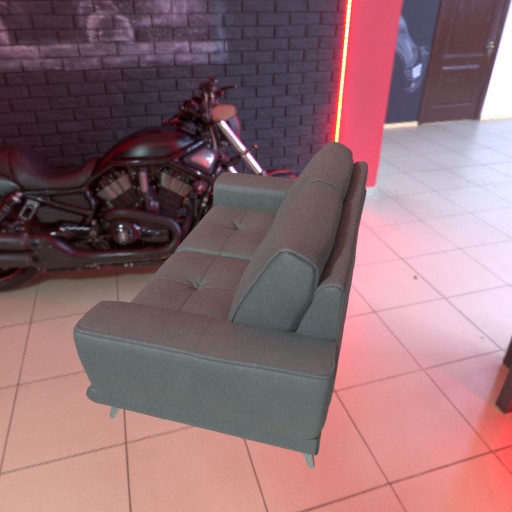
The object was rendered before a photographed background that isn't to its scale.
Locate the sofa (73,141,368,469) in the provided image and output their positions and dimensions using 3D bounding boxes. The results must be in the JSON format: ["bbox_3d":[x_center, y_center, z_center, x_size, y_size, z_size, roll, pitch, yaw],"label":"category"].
[{"bbox_3d":[0.000,0.000,2.337,1.018,0.907,1.806,8,32,13],"label":"sofa"}]
